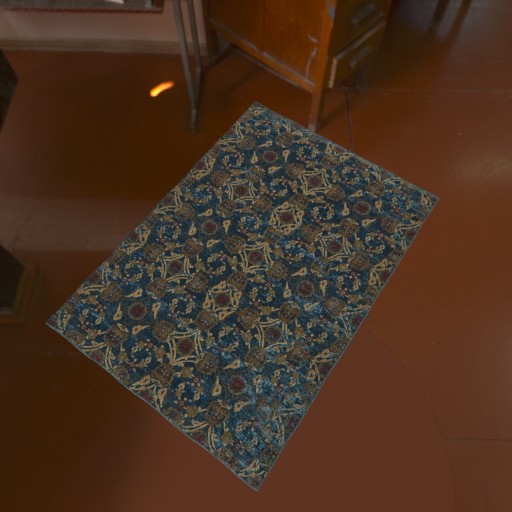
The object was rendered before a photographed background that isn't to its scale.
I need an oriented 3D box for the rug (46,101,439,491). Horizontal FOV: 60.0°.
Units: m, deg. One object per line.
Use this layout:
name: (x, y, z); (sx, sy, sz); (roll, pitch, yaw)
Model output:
rug: (0.000, 0.000, 4.299); (2.337, 0.013, 3.291); (32, 68, 15)
